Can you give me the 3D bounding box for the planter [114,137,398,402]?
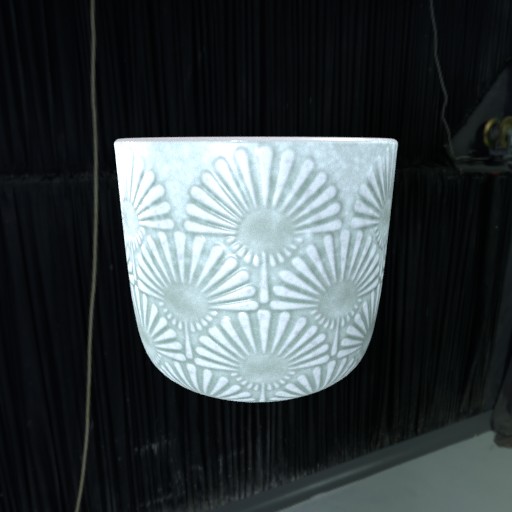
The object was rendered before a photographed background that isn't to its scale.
[{"bbox_3d":[0.000,0.000,0.215,0.124,0.109,0.124,0,14,0],"label":"planter"}]
